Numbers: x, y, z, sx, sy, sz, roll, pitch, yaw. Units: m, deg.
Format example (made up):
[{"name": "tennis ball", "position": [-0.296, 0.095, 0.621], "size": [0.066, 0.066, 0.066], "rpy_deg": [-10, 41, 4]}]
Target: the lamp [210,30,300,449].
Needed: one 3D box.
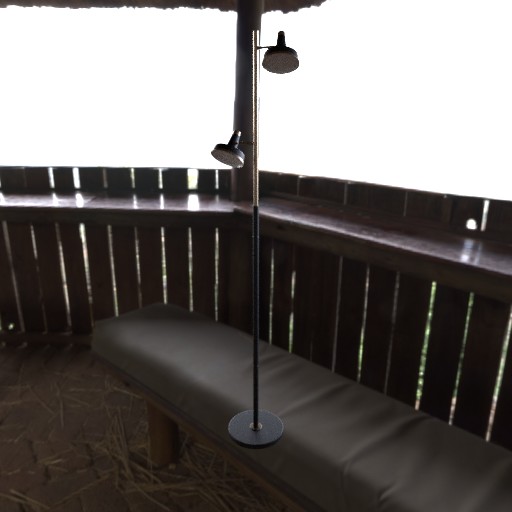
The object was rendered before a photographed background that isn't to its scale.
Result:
[{"name": "lamp", "position": [0.000, 0.000, 1.814], "size": [0.351, 1.674, 0.253], "rpy_deg": [8, 18, 25]}]
